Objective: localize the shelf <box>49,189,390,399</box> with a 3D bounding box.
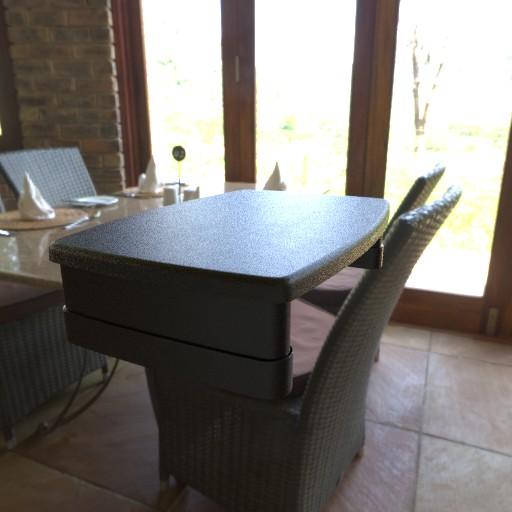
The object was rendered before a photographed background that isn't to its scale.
[{"bbox_3d":[0.000,0.000,0.537,0.280,0.100,0.410,8,18,25],"label":"shelf"}]
